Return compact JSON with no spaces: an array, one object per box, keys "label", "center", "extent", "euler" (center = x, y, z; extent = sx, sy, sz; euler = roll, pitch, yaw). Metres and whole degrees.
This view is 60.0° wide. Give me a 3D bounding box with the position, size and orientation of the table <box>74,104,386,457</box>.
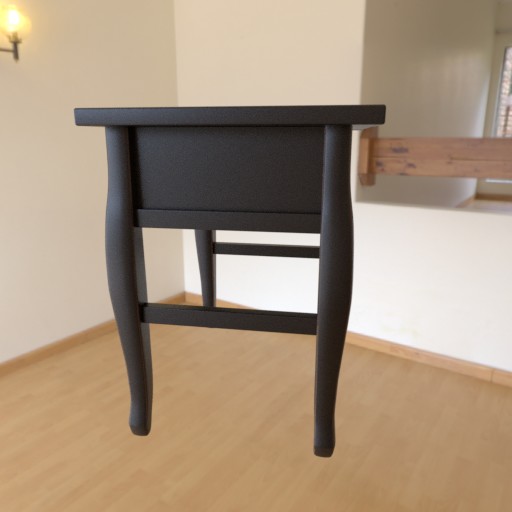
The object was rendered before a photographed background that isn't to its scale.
[{"label":"table","center":[0.000,0.000,0.998],"extent":[0.460,0.604,0.602],"euler":[3,15,9]}]
